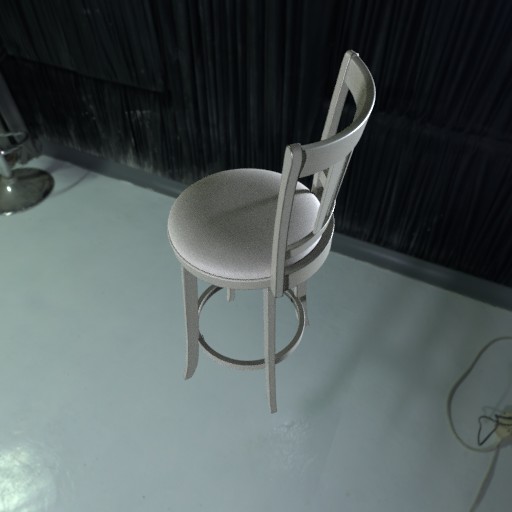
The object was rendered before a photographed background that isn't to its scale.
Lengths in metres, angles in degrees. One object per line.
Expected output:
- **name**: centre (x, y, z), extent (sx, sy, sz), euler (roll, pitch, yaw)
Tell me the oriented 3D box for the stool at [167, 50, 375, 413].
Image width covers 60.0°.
- **stool**: centre (0.000, 0.000, 1.271), extent (0.475, 1.042, 0.436), euler (16, 49, 15)
